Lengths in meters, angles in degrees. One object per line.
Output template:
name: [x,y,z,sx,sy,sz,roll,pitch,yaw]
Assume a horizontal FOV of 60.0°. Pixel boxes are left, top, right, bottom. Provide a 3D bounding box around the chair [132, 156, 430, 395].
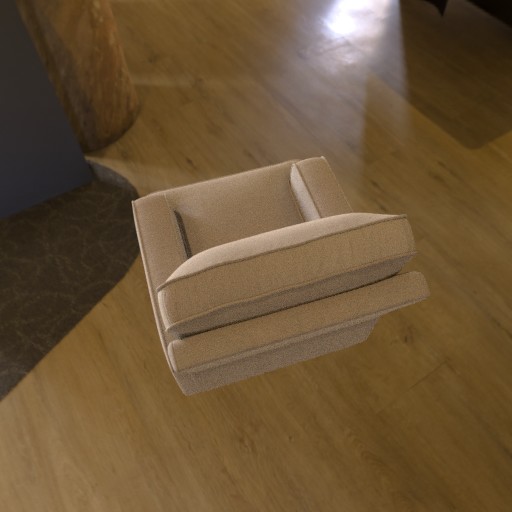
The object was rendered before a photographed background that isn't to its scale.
chair: [0.000,0.000,1.735,0.861,0.964,0.969,-15,59,-9]
